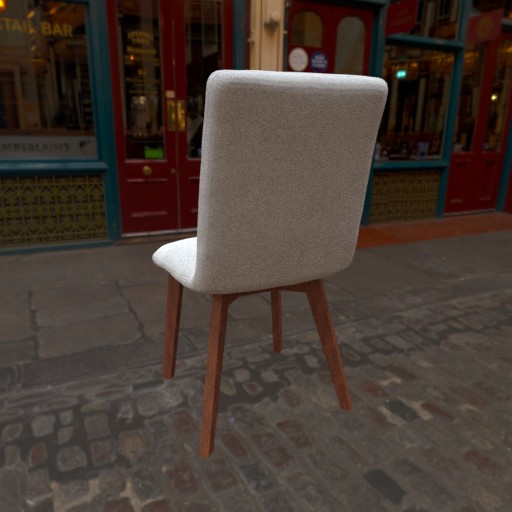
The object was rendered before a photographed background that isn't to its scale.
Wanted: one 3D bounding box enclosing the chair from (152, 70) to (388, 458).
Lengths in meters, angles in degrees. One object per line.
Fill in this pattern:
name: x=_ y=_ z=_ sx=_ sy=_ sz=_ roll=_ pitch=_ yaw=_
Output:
chair: x=0.000 y=0.000 z=1.330 sx=0.522 sy=0.974 sz=0.563 roll=-7 pitch=17 yaw=-25
